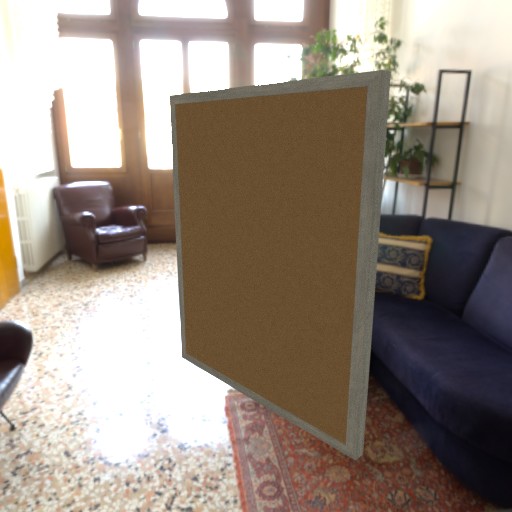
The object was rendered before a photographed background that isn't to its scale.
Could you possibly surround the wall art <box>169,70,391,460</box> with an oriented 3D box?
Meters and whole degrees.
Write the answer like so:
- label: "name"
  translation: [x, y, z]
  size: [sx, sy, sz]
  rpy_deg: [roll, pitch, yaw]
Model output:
- label: "wall art"
  translation: [0.000, 0.000, 0.807]
  size: [0.022, 0.582, 0.479]
  rpy_deg: [-14, 20, -42]
